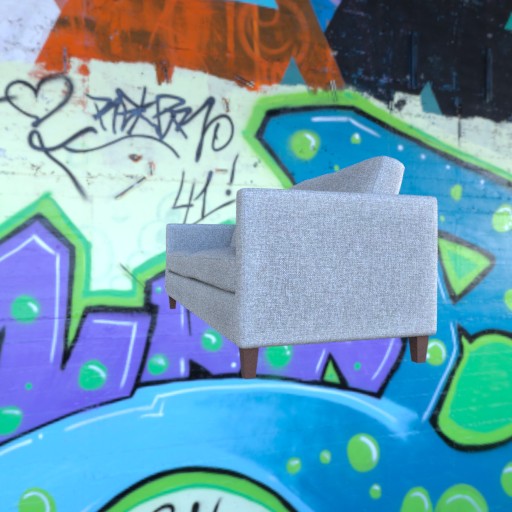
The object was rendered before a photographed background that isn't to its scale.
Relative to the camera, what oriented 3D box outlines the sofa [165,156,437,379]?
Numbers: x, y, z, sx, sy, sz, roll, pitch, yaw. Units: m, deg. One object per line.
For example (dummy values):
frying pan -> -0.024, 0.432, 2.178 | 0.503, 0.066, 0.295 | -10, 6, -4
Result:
sofa -> 0.000, 0.000, 2.972 | 0.948, 0.951, 2.434 | 0, 1, -18
